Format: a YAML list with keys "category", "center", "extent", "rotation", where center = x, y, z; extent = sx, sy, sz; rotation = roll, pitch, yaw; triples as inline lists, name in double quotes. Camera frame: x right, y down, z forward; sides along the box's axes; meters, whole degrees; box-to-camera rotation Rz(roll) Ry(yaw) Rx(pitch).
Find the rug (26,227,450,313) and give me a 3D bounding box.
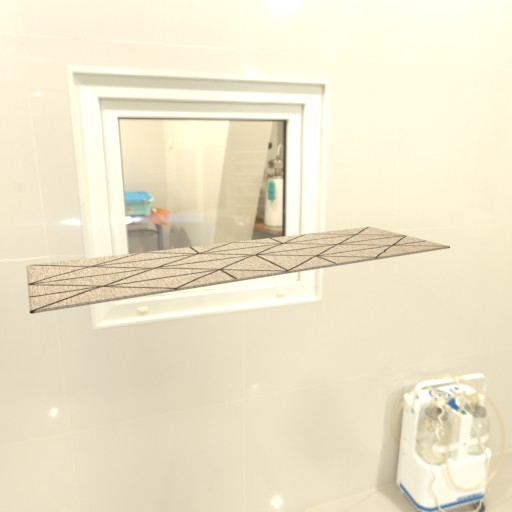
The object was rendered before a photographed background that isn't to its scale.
- category: "rug"
  center: [0.000, 0.000, 2.645]
  extent: [2.438, 0.012, 0.762]
  rotation: [-7, 16, -27]
